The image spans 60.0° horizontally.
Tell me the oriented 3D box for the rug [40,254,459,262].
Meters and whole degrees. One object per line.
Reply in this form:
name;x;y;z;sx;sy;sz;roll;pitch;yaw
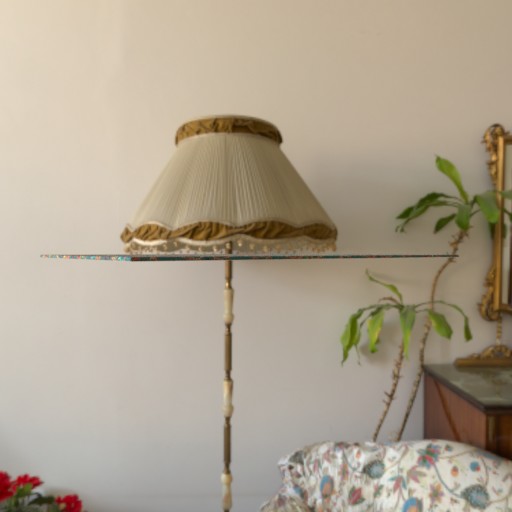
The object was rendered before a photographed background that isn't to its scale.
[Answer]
rug;0.000;0.000;2.320;1.836;0.014;1.216;0;1;-37
